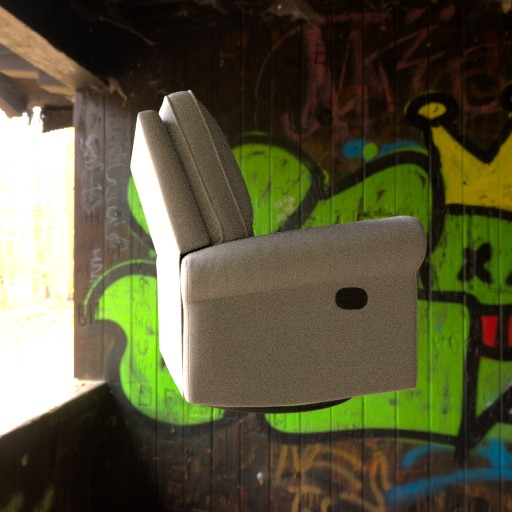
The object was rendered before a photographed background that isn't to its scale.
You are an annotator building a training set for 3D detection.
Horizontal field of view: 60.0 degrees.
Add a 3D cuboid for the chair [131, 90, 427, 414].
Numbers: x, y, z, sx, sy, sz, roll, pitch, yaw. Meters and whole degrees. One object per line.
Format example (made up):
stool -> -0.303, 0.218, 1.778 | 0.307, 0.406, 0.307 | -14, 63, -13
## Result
chair -> 0.000, 0.000, 1.643 | 0.878, 0.960, 0.890 | 0, -1, -17
